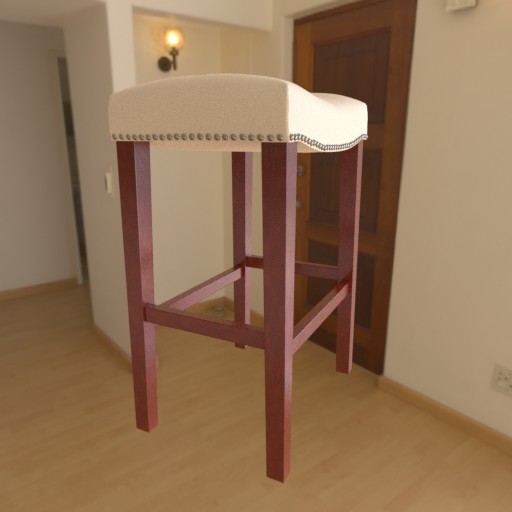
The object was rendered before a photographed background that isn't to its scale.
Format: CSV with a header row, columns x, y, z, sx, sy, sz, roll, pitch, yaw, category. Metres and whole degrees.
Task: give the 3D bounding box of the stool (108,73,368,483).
x,y,z,sx,sy,sz,roll,pitch,yaw,category
0.000,0.000,1.032,0.372,0.742,0.504,8,17,26,stool
